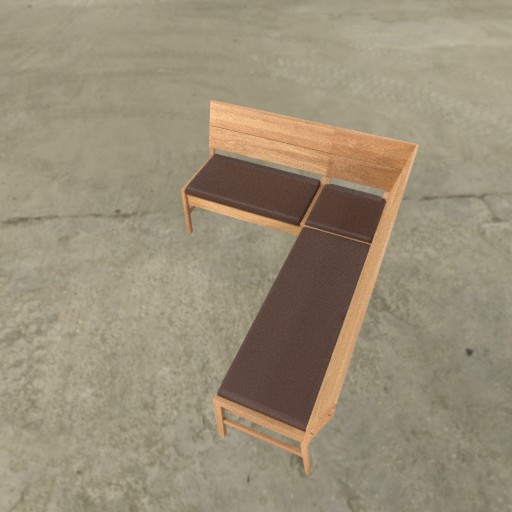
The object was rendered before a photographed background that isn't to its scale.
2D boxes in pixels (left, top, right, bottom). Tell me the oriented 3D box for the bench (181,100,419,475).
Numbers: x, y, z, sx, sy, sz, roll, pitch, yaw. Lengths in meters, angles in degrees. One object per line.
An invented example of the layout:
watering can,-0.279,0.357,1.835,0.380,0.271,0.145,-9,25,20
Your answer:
bench,0.000,0.000,2.844,1.549,0.890,1.975,17,49,15
